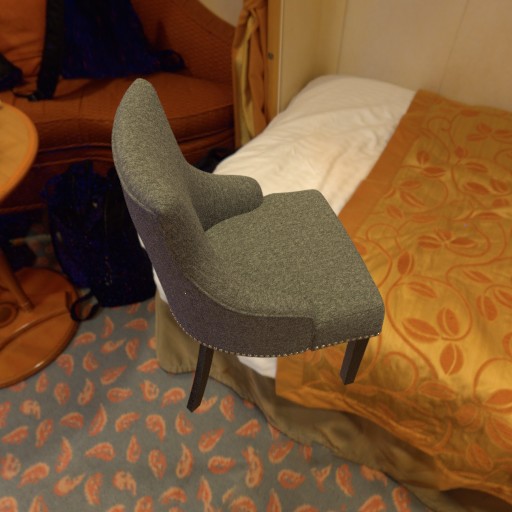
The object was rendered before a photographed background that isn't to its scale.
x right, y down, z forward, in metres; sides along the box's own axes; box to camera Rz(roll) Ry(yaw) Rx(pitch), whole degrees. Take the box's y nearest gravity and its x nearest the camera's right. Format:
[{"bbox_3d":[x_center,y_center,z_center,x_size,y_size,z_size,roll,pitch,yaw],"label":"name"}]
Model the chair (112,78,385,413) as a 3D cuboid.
[{"bbox_3d":[0.000,0.000,1.301,0.629,0.909,0.566,-11,48,-10],"label":"chair"}]
